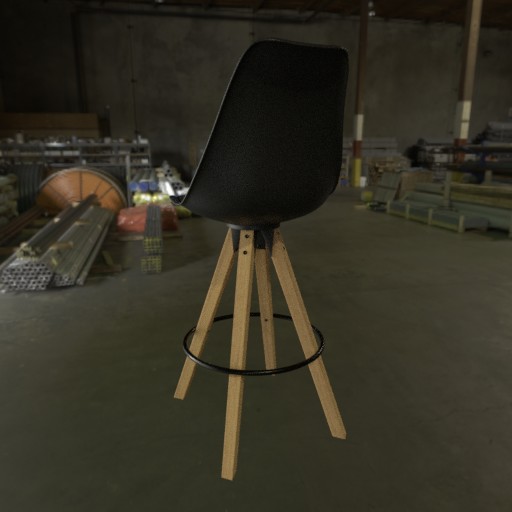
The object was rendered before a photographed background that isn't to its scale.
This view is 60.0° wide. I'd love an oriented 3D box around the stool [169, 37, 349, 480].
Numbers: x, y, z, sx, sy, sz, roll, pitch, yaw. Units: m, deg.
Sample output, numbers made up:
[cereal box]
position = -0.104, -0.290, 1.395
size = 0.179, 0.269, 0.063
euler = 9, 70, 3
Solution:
[stool]
position = 0.000, 0.000, 1.359
size = 0.485, 1.115, 0.550
euler = -7, 16, -26
